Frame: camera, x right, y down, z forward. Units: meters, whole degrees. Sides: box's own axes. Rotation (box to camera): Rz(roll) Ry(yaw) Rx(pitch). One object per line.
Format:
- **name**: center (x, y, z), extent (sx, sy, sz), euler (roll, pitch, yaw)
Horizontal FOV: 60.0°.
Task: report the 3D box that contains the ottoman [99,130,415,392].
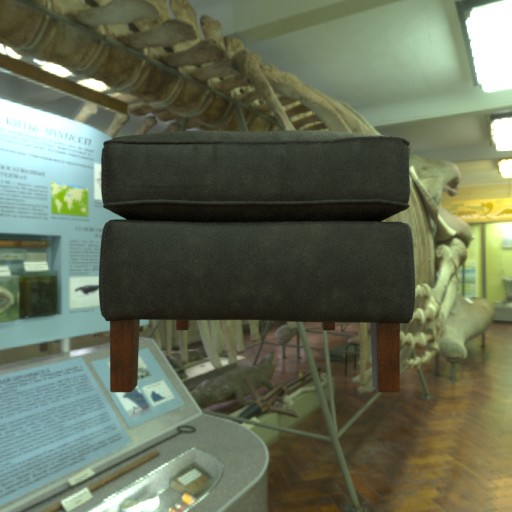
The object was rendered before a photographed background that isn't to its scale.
- **ottoman**: center (0.000, 0.000, 0.968), extent (0.501, 0.413, 0.665), euler (0, 0, 0)
